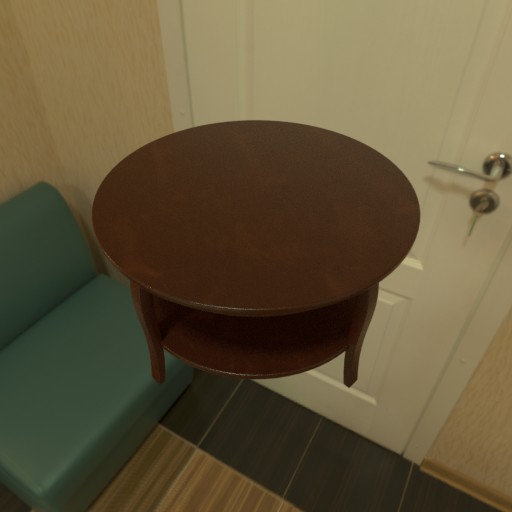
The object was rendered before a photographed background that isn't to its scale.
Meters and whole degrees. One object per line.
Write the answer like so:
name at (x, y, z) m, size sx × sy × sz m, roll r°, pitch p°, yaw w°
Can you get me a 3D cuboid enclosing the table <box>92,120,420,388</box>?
table at (0.000, 0.000, 1.441) m, size 0.911 × 0.512 × 0.911 m, roll 0°, pitch 42°, yaw 0°
